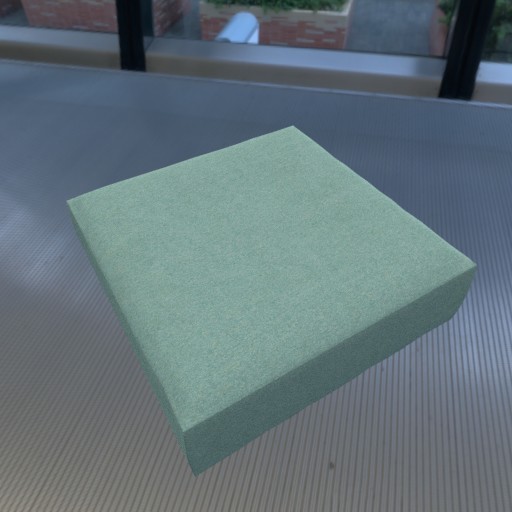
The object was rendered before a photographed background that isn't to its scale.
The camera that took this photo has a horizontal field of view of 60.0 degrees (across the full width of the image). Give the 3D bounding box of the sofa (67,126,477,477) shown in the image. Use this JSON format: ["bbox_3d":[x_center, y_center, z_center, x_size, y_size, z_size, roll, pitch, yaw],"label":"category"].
[{"bbox_3d":[0.000,0.000,1.441,0.930,0.330,0.930,-24,50,-22],"label":"sofa"}]
